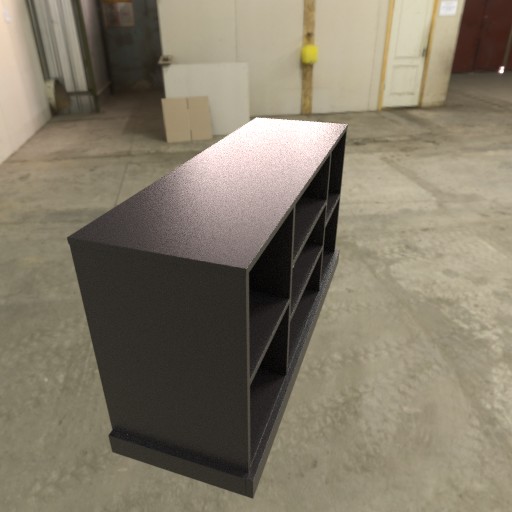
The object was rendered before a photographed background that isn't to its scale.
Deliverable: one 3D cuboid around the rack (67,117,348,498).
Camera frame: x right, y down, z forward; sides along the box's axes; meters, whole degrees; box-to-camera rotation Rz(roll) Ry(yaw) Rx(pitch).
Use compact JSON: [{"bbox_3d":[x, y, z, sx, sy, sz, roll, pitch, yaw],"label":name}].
[{"bbox_3d":[0.000,0.000,1.471,0.399,0.635,1.206,9,31,16],"label":"rack"}]
